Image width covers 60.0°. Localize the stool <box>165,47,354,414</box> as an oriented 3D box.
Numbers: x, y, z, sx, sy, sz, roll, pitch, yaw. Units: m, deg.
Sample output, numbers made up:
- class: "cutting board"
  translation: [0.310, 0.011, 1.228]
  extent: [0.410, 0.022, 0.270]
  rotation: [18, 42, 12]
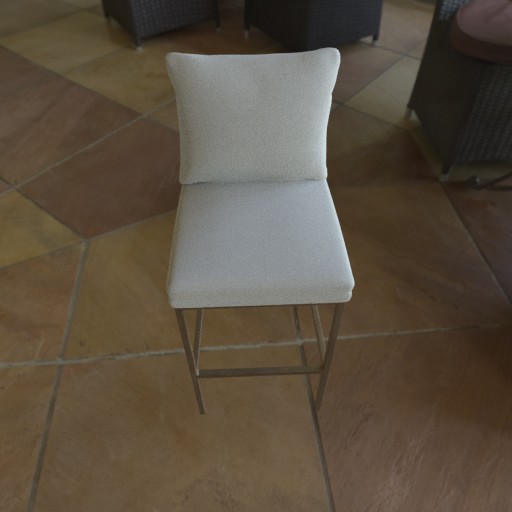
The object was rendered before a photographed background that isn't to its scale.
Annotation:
- class: "stool"
  translation: [0.000, 0.000, 1.403]
  extent: [0.463, 1.125, 0.572]
  rotation: [-2, 48, -2]
